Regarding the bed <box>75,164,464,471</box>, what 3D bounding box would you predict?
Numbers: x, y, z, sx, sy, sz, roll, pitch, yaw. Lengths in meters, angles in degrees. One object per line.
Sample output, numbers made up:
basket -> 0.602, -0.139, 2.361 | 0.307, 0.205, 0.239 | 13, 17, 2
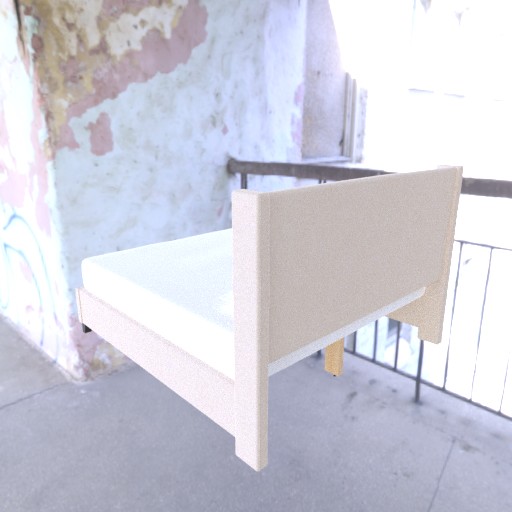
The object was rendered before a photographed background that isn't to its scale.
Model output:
bed -> 0.000, 0.000, 3.623 | 2.145, 1.471, 2.293 | -15, 22, -41
